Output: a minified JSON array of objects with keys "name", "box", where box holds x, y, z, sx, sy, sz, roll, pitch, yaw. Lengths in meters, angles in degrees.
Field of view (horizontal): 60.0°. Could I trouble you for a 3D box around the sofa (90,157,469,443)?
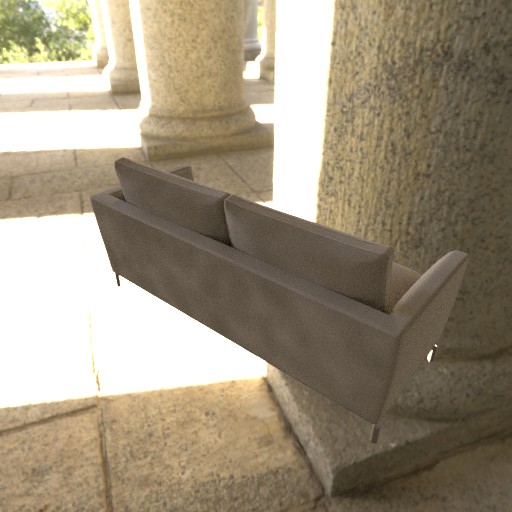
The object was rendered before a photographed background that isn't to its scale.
[{"name":"sofa","box":[0.000,0.000,2.756,2.214,1.005,0.868,23,38,34]}]
